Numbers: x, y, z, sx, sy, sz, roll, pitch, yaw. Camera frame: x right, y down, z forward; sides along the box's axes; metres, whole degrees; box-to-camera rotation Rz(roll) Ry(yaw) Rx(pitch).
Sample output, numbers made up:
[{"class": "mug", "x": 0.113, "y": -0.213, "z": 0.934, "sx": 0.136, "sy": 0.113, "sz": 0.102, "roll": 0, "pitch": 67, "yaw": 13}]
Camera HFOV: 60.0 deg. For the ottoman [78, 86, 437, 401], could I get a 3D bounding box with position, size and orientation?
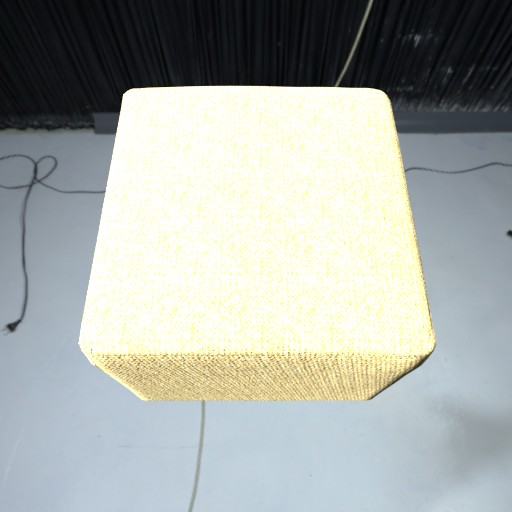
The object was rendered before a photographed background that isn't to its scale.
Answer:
[{"class": "ottoman", "x": 0.000, "y": 0.000, "z": 0.885, "sx": 0.505, "sy": 0.441, "sz": 0.512, "roll": 0, "pitch": 63, "yaw": 0}]
